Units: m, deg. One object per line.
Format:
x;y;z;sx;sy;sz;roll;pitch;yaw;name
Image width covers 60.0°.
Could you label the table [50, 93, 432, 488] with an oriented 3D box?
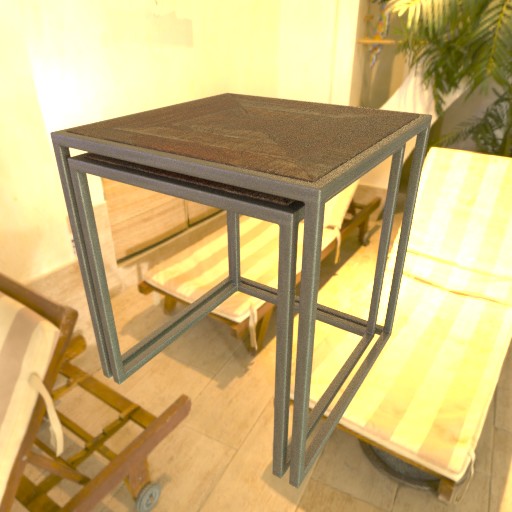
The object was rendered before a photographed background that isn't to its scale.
0.000;0.000;0.842;0.450;0.500;0.449;17;33;29;table
